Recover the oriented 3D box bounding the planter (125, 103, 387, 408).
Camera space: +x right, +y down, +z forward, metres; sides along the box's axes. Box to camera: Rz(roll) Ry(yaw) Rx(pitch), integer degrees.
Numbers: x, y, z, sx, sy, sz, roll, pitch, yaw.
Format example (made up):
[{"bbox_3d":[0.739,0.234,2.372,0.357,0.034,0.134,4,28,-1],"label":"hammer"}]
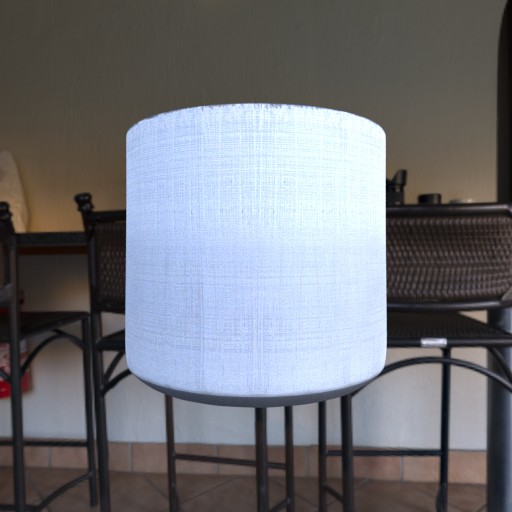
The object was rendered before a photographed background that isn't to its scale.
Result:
[{"bbox_3d":[0.000,0.000,0.389,0.221,0.201,0.221,0,2,0],"label":"planter"}]
